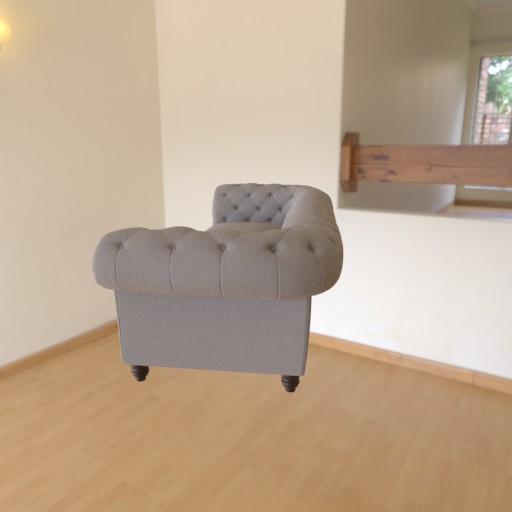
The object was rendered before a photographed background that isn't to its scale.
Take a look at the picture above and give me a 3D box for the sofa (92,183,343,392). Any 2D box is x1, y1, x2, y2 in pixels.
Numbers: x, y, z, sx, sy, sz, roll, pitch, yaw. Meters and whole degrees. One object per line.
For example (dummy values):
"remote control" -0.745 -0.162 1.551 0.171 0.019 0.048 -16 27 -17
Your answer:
"sofa" 0.000 0.000 2.835 0.991 0.749 2.411 2 14 7
